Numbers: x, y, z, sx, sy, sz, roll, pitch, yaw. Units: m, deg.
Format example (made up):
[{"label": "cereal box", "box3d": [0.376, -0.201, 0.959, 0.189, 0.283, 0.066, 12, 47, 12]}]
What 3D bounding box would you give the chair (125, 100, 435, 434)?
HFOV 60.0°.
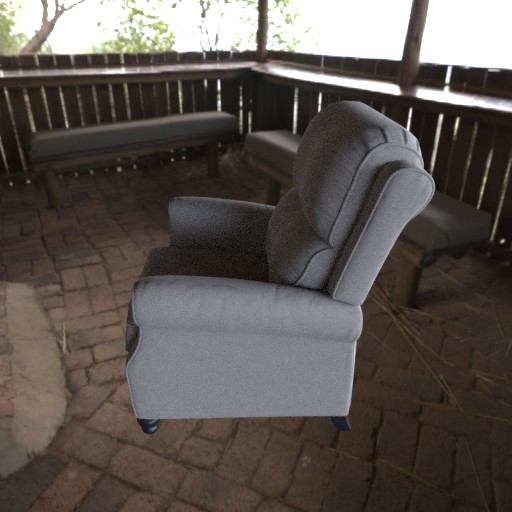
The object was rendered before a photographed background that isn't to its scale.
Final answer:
[{"label": "chair", "box3d": [0.000, 0.000, 1.664, 0.919, 1.046, 0.859, -1, 27, -1]}]
